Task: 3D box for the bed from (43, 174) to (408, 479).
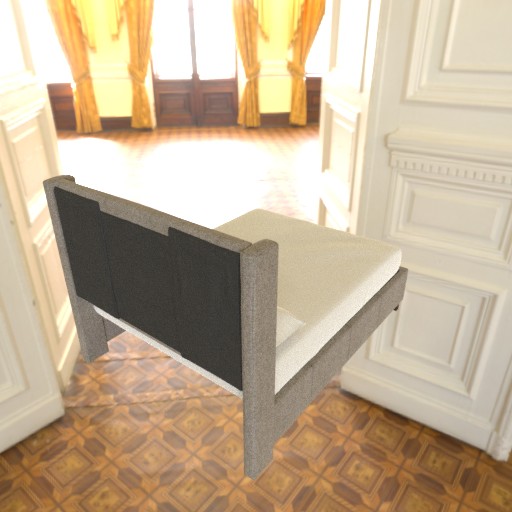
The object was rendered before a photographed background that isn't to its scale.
[{"bbox_3d":[0.000,0.000,3.465,1.714,1.481,2.245,20,33,33],"label":"bed"}]
